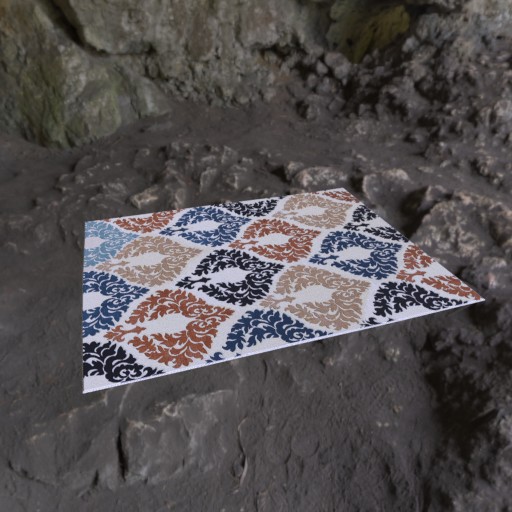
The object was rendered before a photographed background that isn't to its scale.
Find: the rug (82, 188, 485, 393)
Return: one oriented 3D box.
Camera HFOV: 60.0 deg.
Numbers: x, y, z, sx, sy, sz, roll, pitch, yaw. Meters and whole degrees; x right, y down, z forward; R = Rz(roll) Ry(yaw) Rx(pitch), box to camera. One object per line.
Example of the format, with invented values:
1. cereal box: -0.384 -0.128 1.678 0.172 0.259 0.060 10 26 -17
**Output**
1. rug: 0.000 0.000 4.089 3.040 0.014 2.423 -10 33 -15
